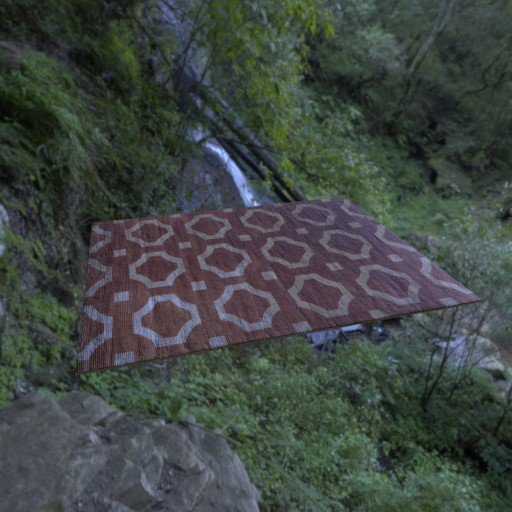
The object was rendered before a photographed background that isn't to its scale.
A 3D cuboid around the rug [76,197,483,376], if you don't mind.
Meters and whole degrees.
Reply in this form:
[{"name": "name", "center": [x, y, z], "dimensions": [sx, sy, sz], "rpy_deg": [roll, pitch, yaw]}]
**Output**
[{"name": "rug", "center": [0.000, 0.000, 4.190], "dimensions": [3.049, 0.021, 2.466], "rpy_deg": [-8, 29, -14]}]
